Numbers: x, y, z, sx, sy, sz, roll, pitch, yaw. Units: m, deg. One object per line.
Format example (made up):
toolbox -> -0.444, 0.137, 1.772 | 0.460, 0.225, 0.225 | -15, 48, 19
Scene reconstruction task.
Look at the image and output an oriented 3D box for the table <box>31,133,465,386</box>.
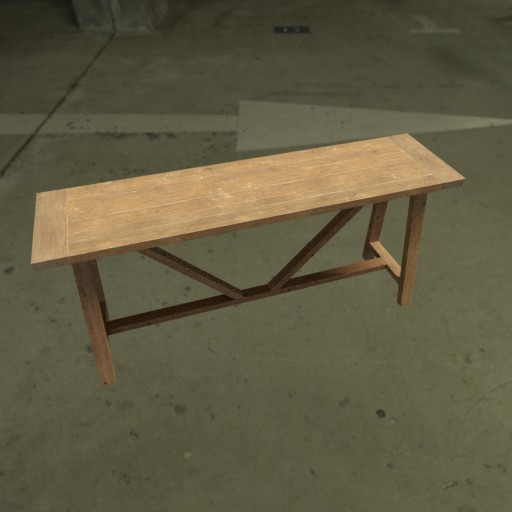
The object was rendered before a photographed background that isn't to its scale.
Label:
table -> 0.000, 0.000, 2.185 | 1.800, 0.810, 0.465 | -12, 43, -14
